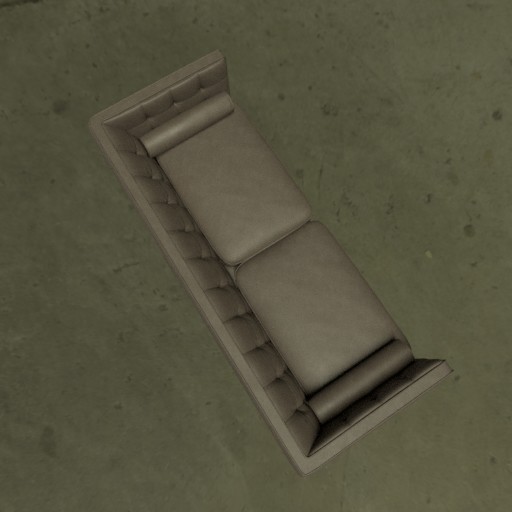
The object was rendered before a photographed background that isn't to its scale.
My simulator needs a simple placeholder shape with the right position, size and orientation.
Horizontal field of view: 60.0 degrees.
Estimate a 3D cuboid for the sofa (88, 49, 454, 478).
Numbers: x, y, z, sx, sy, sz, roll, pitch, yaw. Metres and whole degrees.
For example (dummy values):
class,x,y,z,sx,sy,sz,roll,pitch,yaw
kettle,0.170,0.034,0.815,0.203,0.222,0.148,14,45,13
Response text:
class,x,y,z,sx,sy,sz,roll,pitch,yaw
sofa,0.000,0.000,2.537,0.867,0.789,2.087,-32,78,-8
